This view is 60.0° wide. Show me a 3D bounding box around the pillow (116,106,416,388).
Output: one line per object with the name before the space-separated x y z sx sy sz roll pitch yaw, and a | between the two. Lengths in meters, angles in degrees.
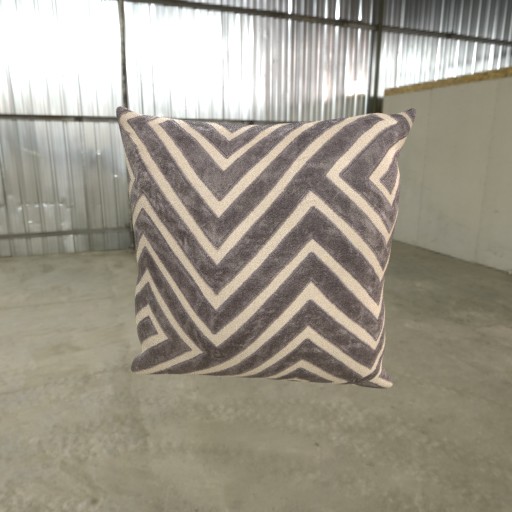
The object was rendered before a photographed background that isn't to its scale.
pillow | 0.000 0.000 0.680 0.440 0.441 0.182 2 15 8
